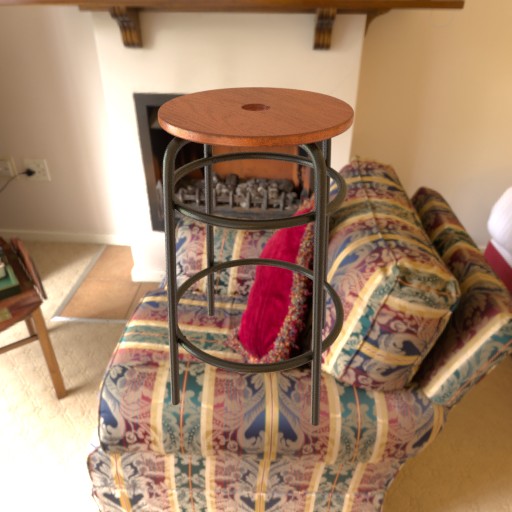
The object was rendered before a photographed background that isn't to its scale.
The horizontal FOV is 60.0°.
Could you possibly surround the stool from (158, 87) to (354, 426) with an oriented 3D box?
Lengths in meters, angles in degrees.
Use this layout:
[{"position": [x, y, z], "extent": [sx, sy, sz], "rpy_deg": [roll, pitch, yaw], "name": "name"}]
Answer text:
[{"position": [0.000, 0.000, 0.931], "extent": [0.455, 0.610, 0.455], "rpy_deg": [-20, 38, -29], "name": "stool"}]
